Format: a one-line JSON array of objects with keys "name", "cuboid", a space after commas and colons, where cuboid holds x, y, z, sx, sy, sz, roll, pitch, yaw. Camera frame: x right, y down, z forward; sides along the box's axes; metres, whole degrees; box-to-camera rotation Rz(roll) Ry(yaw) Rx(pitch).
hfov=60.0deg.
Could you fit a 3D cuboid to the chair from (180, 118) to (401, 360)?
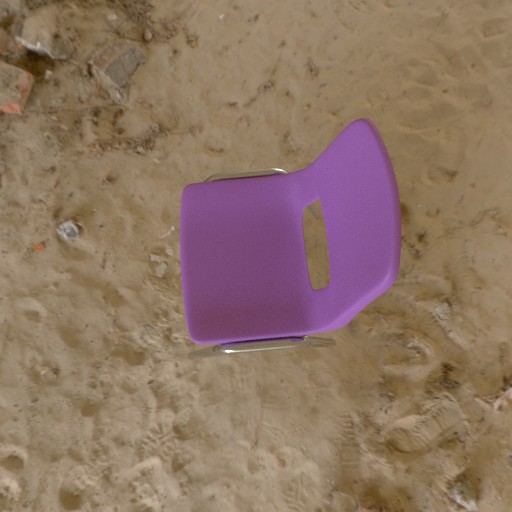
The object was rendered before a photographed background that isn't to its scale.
[{"name": "chair", "cuboid": [0.000, 0.000, 0.692, 0.301, 0.493, 0.291, -5, 77, -1]}]
